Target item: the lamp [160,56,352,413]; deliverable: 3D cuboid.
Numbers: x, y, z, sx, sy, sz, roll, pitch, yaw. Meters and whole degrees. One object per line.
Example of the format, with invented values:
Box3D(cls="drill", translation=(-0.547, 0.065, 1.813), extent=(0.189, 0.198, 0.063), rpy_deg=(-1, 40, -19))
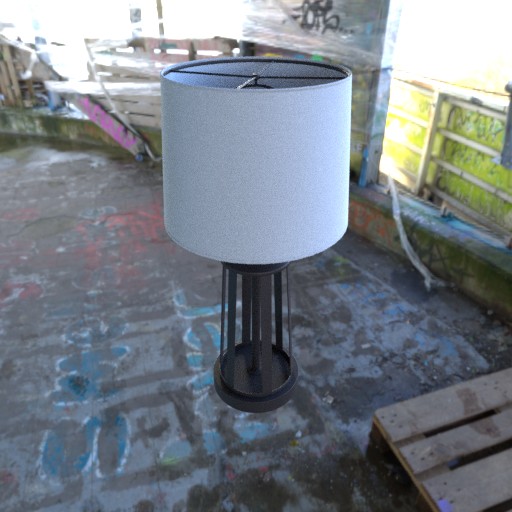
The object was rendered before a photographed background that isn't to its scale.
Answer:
Box3D(cls="lamp", translation=(0.000, 0.000, 0.650), extent=(0.251, 0.509, 0.251), rpy_deg=(0, 32, 0))
